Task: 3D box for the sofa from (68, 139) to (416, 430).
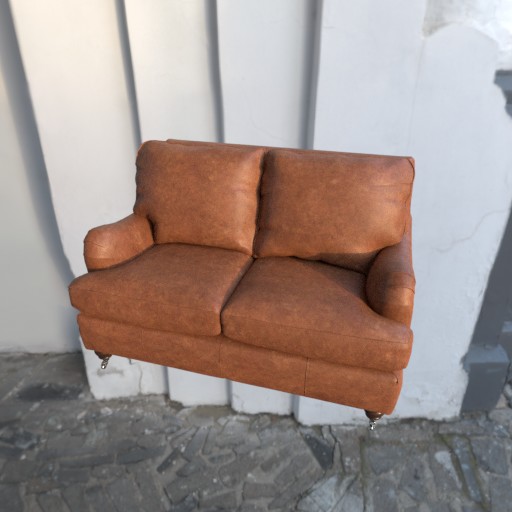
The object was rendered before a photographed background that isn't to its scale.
[{"bbox_3d":[0.000,0.000,2.242,1.527,1.004,1.077,8,29,15],"label":"sofa"}]
